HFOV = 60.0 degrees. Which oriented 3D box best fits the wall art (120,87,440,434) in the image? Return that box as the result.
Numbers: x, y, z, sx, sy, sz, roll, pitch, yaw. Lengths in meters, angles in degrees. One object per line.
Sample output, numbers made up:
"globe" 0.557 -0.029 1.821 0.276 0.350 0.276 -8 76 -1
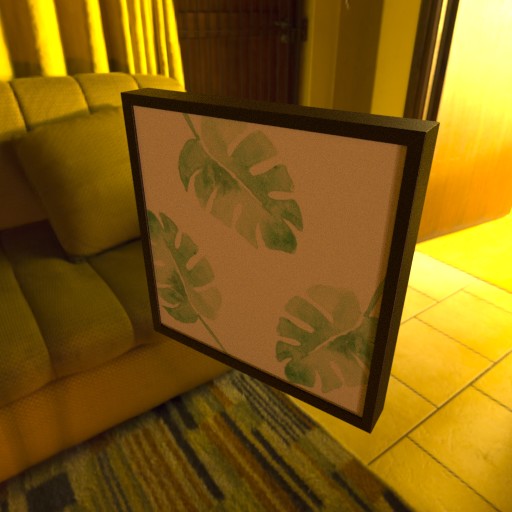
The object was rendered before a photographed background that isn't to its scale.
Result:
"wall art" 0.000 0.000 0.463 0.304 0.304 0.038 18 34 29
